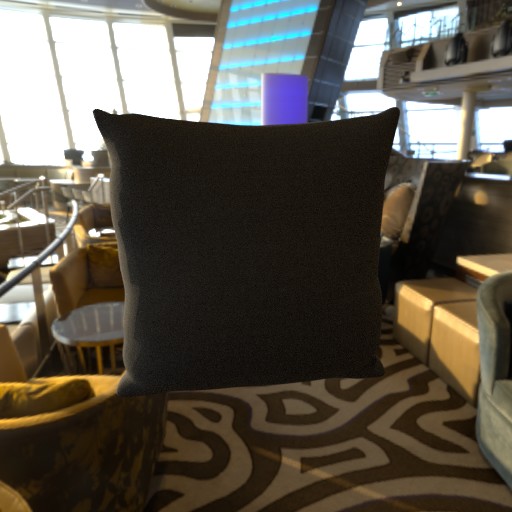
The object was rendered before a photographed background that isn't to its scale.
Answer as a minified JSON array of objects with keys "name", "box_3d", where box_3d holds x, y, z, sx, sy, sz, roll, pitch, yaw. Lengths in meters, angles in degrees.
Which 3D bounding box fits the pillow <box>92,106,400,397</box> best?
[{"name":"pillow","box_3d":[0.000,0.000,0.768,0.503,0.496,0.208,-2,14,-8]}]
